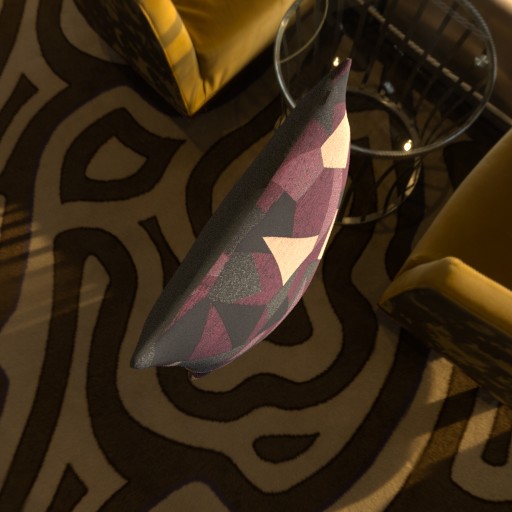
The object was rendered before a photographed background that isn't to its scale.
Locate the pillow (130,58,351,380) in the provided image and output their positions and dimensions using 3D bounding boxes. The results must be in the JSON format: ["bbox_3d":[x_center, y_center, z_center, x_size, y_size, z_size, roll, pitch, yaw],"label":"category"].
[{"bbox_3d":[0.000,0.000,0.776,0.208,0.496,0.503,32,77,8],"label":"pillow"}]
